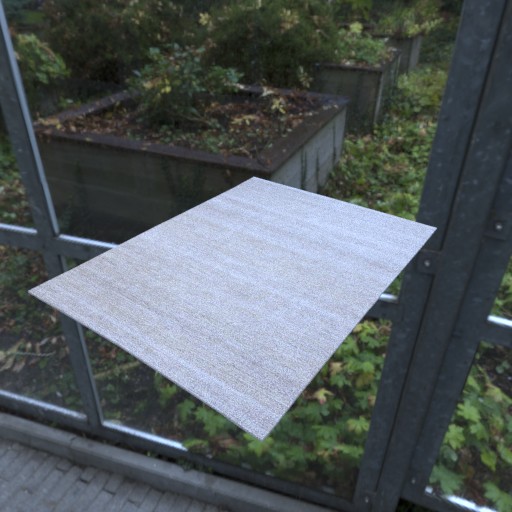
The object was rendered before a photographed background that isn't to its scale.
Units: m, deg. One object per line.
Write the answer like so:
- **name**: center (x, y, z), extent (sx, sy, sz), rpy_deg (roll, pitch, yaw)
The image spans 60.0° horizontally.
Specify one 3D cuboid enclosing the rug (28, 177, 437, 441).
- **rug**: center (0.000, 0.000, 4.274), extent (2.467, 0.046, 3.245), rpy_deg (21, 38, 30)
